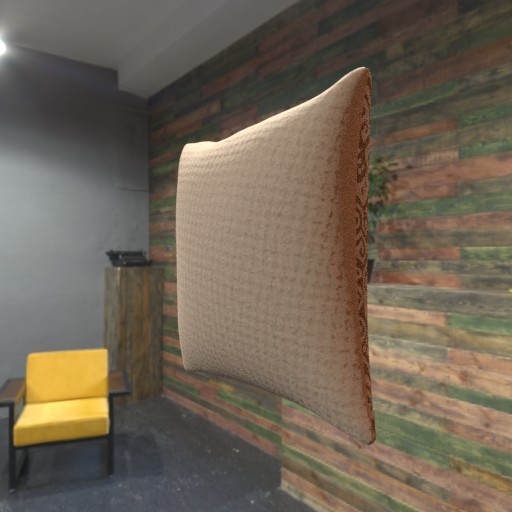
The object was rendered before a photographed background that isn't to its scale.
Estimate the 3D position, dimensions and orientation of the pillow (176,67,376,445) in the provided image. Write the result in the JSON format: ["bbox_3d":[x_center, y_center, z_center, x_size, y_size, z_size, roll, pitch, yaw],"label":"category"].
[{"bbox_3d":[0.000,0.000,0.636,0.173,0.407,0.419,0,-1,-37],"label":"pillow"}]
